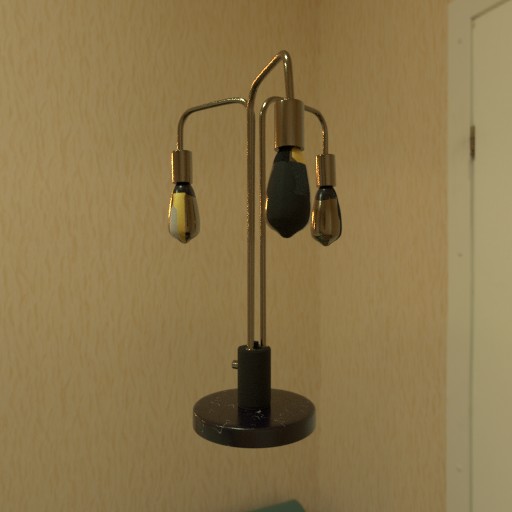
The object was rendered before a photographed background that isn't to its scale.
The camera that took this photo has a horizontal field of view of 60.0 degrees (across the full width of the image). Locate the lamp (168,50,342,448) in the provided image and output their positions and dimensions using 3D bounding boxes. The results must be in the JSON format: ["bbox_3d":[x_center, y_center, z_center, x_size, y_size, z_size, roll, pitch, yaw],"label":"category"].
[{"bbox_3d":[0.000,0.000,0.779,0.368,0.560,0.355,0,0,35],"label":"lamp"}]
